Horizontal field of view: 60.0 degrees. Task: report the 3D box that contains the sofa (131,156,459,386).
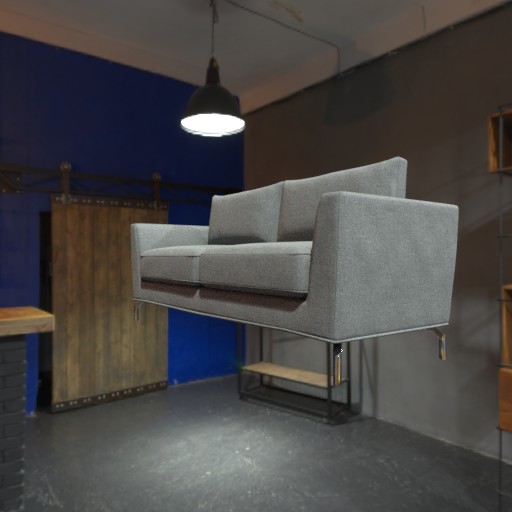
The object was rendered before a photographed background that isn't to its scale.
[{"bbox_3d":[0.000,0.000,2.798,0.869,1.002,2.212,0,0,-36],"label":"sofa"}]
